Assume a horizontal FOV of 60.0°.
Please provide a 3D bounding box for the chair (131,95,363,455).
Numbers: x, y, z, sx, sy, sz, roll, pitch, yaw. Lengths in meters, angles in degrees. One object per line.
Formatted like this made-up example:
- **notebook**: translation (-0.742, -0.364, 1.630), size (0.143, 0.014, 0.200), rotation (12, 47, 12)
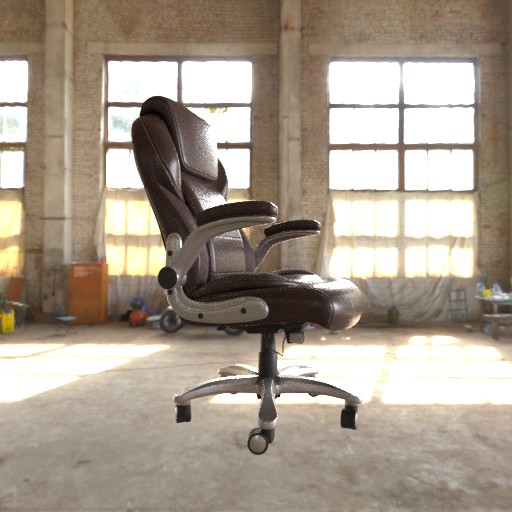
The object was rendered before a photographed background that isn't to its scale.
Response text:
- **chair**: translation (0.000, 0.000, 1.639), size (0.774, 1.160, 0.733), rotation (0, 0, 19)
